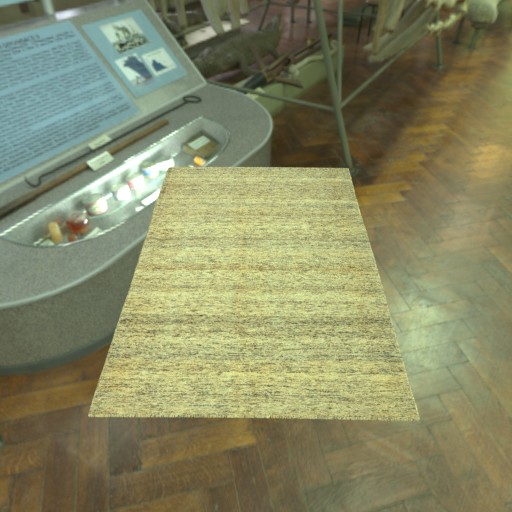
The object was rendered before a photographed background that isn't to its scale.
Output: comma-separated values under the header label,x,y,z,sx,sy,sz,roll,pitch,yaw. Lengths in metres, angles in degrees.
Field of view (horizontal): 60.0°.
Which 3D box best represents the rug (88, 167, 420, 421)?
label,x,y,z,sx,sy,sz,roll,pitch,yaw
rug,0.000,0.000,2.340,1.243,0.014,1.846,1,41,1
